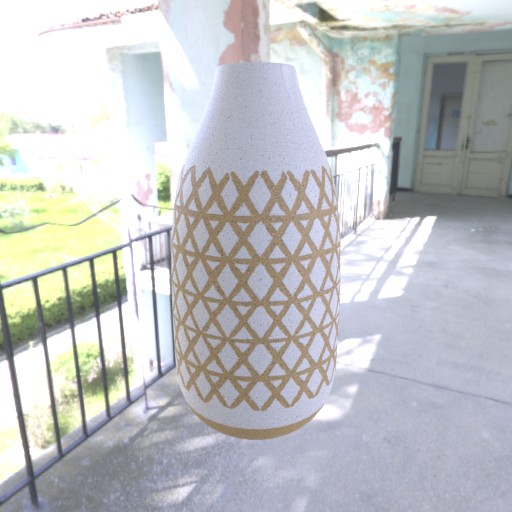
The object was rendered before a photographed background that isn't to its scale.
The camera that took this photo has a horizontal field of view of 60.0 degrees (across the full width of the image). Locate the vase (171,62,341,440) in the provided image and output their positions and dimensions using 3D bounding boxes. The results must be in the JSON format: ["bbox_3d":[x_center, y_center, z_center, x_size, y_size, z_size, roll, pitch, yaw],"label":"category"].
[{"bbox_3d":[0.000,0.000,0.481,0.186,0.380,0.186,0,17,0],"label":"vase"}]
